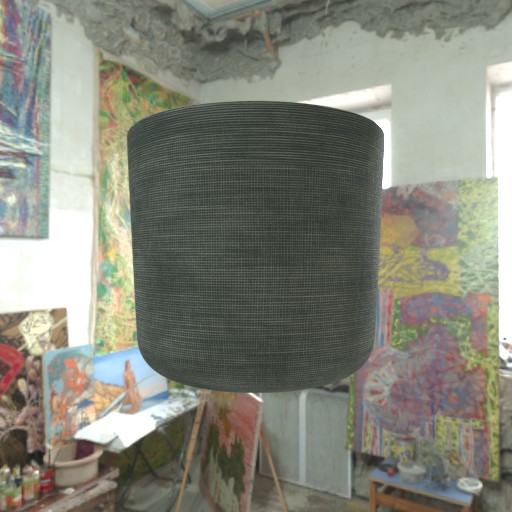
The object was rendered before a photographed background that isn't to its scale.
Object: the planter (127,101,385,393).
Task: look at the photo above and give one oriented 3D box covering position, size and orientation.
[{"bbox_3d":[0.000,0.000,0.787,0.440,0.398,0.440,0,0,0],"label":"planter"}]
